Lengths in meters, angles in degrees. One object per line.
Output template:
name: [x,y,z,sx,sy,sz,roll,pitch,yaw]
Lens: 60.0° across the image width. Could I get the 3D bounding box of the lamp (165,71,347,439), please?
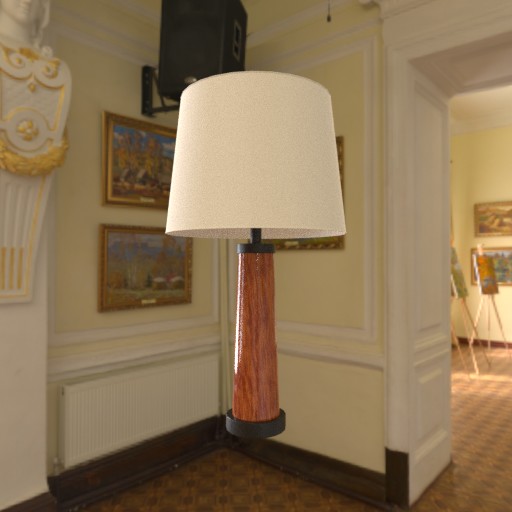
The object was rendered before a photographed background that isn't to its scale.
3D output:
lamp: [0.000,0.000,0.869,0.349,0.667,0.349,0,-1,0]
